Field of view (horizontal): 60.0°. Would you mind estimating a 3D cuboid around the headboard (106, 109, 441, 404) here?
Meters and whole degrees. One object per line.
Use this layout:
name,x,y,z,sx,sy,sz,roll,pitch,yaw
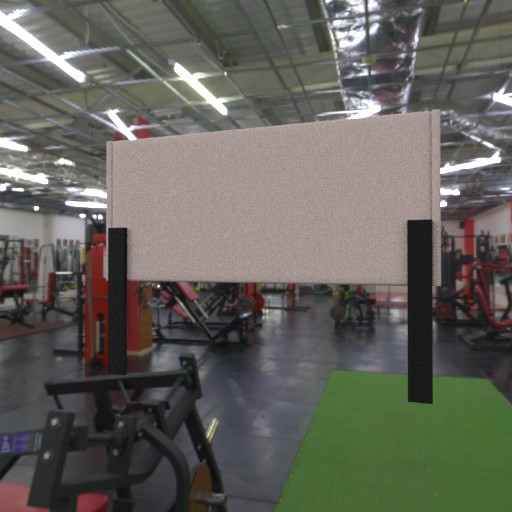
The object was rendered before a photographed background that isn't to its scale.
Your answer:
headboard,0.000,0.000,2.663,2.051,1.524,0.184,0,-1,18
